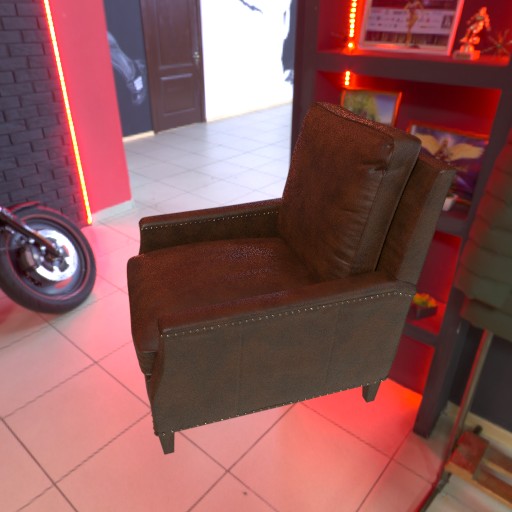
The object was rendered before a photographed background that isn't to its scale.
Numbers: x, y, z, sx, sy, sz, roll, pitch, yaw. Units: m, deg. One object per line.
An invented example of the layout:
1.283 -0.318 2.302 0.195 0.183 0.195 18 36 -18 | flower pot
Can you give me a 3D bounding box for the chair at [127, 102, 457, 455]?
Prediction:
0.000 0.000 1.782 1.035 1.054 0.854 -9 31 -15 | chair
